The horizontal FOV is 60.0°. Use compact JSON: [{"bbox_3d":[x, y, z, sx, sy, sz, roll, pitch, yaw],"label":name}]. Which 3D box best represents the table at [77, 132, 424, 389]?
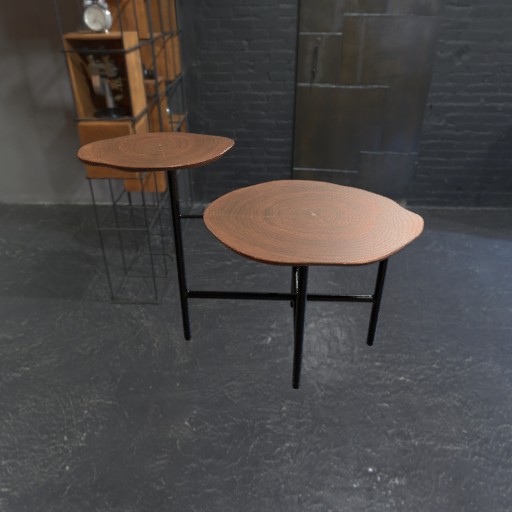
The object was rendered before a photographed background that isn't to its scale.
[{"bbox_3d":[0.000,0.000,1.092,0.759,0.538,0.442,2,30,3],"label":"table"}]
